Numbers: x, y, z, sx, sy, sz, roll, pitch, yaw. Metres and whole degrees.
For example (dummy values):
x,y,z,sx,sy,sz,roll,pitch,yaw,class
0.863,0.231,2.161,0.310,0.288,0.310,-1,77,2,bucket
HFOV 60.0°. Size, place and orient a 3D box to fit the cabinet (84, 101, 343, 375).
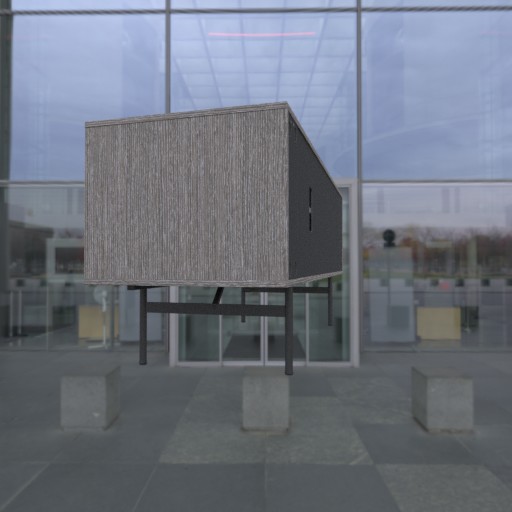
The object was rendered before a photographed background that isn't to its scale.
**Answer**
x,y,z,sx,sy,sz,roll,pitch,yaw,class
0.000,0.000,1.580,0.500,0.599,1.300,0,-1,16,cabinet
